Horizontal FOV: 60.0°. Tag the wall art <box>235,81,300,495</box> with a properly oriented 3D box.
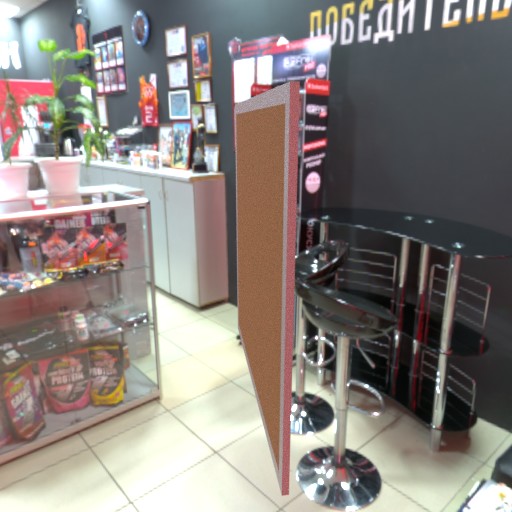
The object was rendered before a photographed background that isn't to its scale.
[{"bbox_3d":[0.000,0.000,0.675,0.009,0.457,0.456,-2,17,-8],"label":"wall art"}]
